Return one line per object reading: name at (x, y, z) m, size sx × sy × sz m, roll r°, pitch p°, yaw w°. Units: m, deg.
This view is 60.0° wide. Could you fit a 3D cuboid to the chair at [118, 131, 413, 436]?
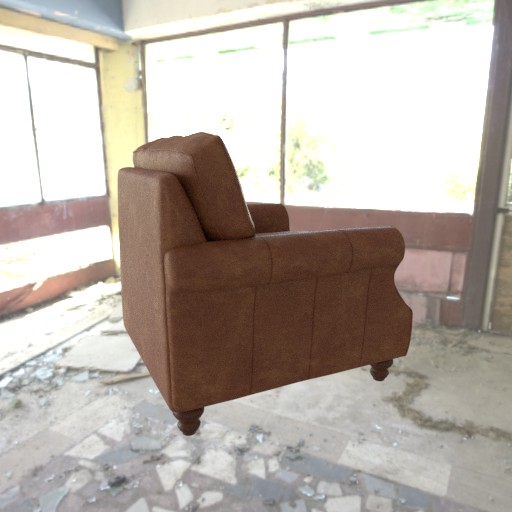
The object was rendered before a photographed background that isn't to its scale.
chair at (0.000, 0.000, 1.828) m, size 0.986 × 0.962 × 0.983 m, roll -6°, pitch 15°, yaw -25°
